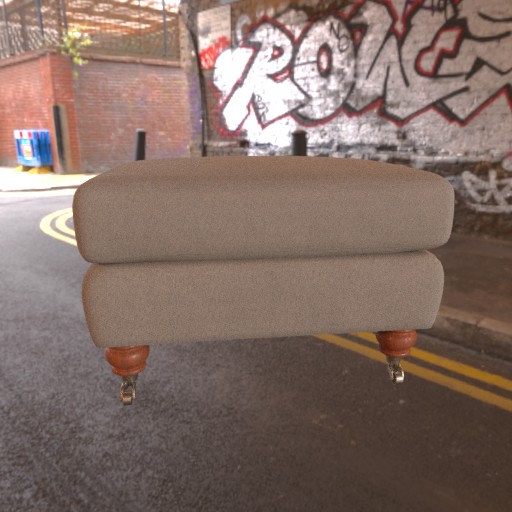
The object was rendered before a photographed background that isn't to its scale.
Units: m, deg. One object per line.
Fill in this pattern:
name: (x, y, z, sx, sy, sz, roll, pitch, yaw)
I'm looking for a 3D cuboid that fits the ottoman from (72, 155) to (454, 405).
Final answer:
ottoman: (0.000, 0.000, 1.157, 0.773, 0.504, 0.569, -2, 16, -7)
